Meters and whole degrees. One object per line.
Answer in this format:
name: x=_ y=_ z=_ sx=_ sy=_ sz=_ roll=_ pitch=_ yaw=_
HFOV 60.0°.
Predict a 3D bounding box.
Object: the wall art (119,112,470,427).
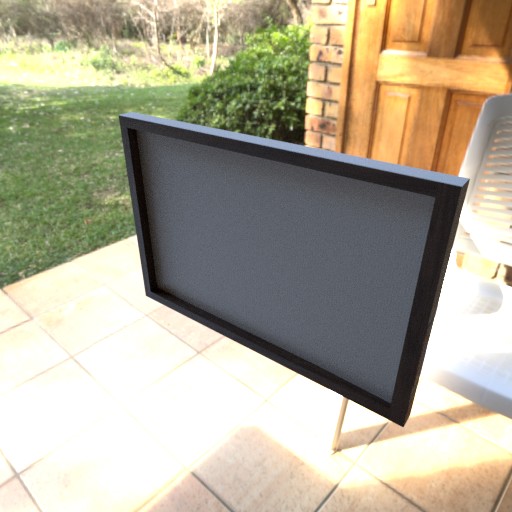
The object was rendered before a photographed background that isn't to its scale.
wall art: x=0.000 y=0.000 z=1.160 sx=0.914 sy=0.610 sz=0.050 roll=20 pitch=36 yaw=31
